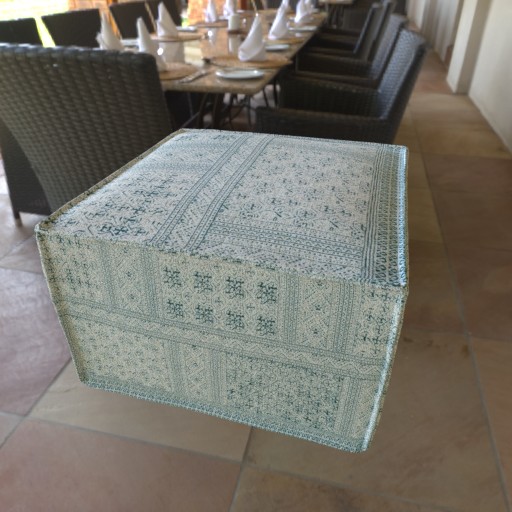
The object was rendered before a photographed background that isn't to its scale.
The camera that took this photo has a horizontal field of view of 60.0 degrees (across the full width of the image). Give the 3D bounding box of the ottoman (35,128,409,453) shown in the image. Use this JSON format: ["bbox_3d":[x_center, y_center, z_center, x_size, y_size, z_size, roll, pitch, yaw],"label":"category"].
[{"bbox_3d":[0.000,0.000,1.019,0.617,0.439,0.626,9,33,14],"label":"ottoman"}]
